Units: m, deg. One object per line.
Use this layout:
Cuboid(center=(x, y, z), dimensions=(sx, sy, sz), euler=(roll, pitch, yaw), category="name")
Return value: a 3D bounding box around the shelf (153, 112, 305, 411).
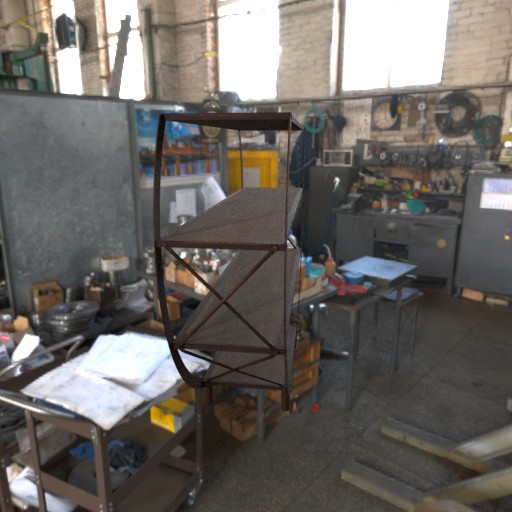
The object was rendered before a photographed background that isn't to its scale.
Cuboid(center=(0.000, 0.000, 1.840), dimensions=(0.344, 1.063, 1.403), euler=(2, 15, 7), category="shelf")
